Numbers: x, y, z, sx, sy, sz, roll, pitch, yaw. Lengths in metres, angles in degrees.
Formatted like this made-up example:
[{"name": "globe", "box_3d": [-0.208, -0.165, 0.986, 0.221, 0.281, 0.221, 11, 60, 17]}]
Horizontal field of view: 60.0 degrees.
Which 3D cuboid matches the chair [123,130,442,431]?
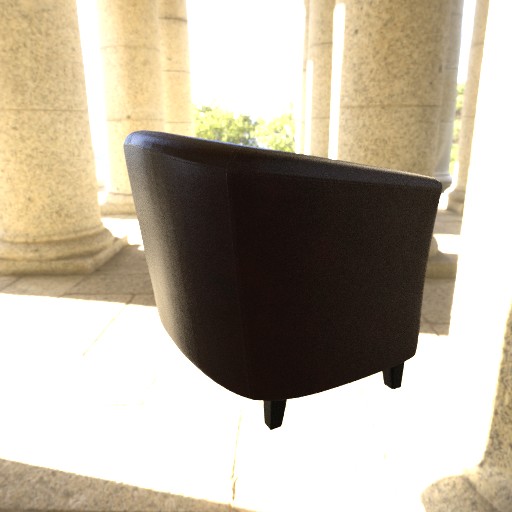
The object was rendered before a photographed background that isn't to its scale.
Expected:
[{"name": "chair", "box_3d": [0.000, 0.000, 1.388, 0.727, 0.756, 0.792, -8, 17, -26]}]
